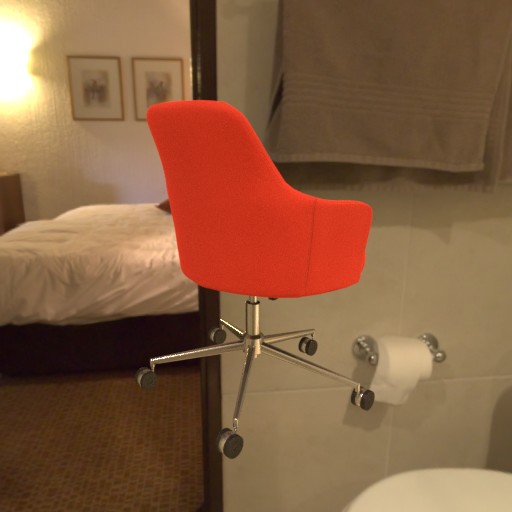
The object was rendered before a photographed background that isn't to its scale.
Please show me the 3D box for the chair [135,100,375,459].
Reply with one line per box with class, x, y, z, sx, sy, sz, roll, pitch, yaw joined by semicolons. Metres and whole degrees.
chair;0.000;0.000;1.285;0.600;0.820;0.655;-14;20;-43
